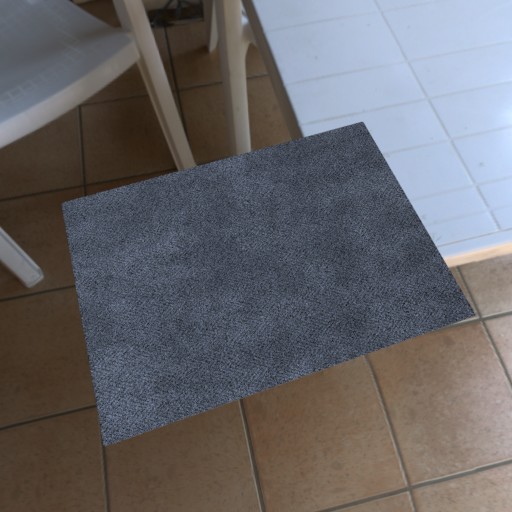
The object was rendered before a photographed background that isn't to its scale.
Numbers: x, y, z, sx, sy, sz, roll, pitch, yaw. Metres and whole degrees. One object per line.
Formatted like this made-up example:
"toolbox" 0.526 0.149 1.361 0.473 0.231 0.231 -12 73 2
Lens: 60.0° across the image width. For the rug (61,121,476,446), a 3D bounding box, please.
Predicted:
"rug" 0.000 0.000 2.822 2.235 0.008 1.600 -17 65 -8
